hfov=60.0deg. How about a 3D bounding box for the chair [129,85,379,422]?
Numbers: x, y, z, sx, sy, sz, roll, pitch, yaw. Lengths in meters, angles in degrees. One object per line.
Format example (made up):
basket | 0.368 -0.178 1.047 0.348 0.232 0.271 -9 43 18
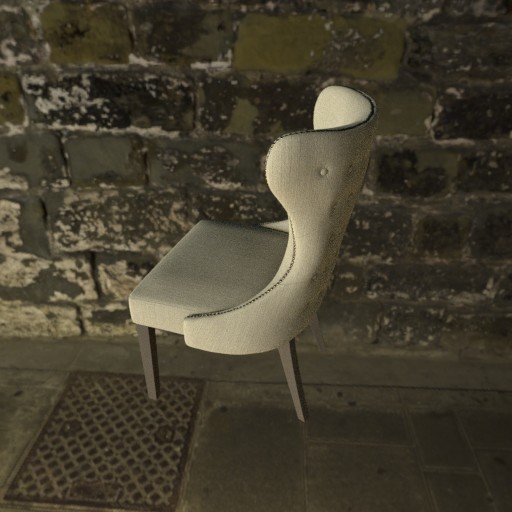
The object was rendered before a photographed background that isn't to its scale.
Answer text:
chair | 0.000 0.000 1.413 0.635 0.967 0.628 9 32 15
